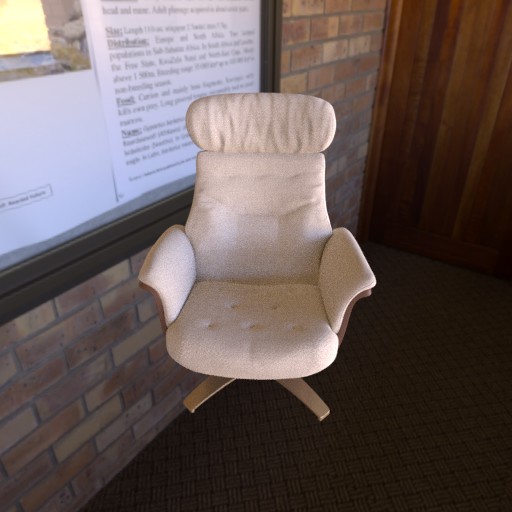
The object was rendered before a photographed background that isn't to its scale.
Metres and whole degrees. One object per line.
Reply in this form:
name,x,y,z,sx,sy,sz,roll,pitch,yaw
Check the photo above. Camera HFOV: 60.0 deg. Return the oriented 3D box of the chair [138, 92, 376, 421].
chair,0.000,0.000,1.602,0.785,0.995,0.837,2,31,3
